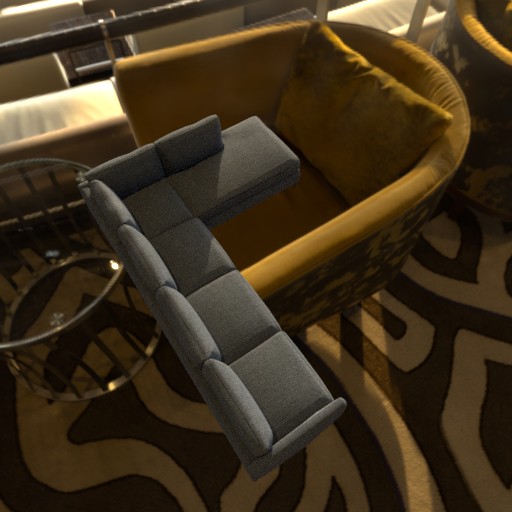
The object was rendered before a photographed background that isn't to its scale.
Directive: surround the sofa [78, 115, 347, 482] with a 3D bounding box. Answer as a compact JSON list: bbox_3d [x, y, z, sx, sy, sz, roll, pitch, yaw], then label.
[{"bbox_3d":[0.000,0.000,3.886,2.007,0.815,2.949,-30,64,-17],"label":"sofa"}]
